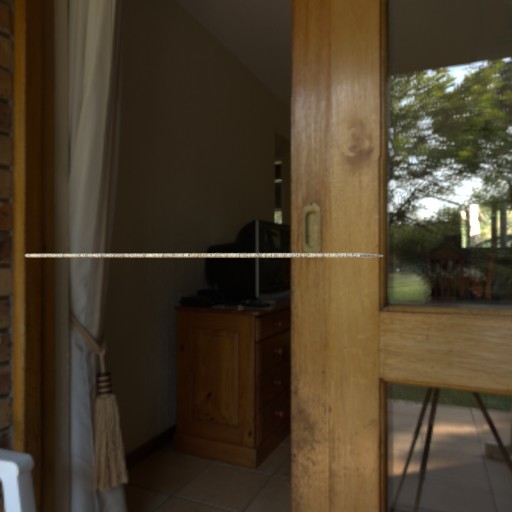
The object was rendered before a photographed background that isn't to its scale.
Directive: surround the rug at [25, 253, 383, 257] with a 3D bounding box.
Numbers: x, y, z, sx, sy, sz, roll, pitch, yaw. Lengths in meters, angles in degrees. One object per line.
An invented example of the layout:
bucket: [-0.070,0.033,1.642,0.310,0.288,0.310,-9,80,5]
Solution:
rug: [0.000,0.000,2.346,1.243,0.014,1.846,0,0,18]
